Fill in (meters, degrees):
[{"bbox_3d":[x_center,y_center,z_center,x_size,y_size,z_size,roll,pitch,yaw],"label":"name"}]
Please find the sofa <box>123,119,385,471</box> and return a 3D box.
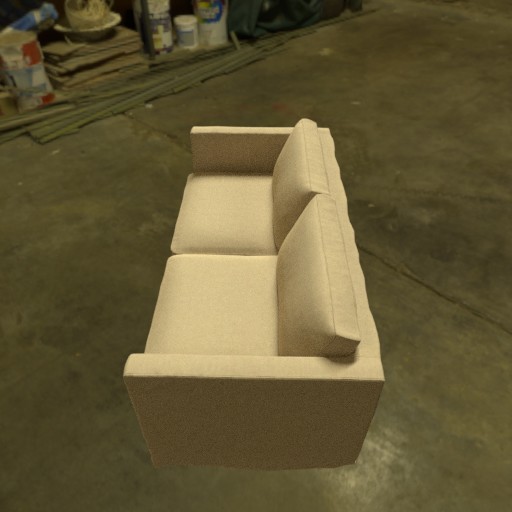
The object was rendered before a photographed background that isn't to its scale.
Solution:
[{"bbox_3d":[0.000,0.000,2.437,0.962,0.835,1.959,1,42,1],"label":"sofa"}]
